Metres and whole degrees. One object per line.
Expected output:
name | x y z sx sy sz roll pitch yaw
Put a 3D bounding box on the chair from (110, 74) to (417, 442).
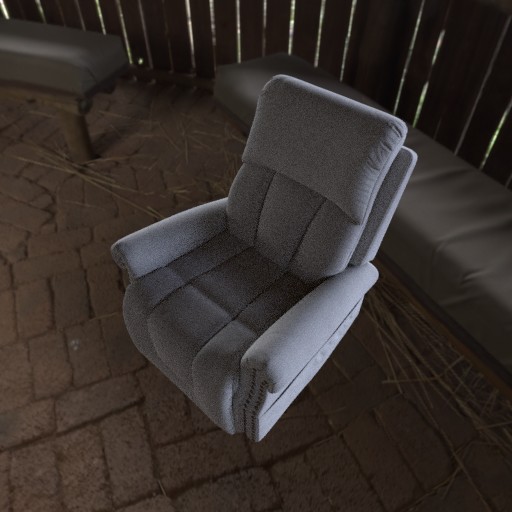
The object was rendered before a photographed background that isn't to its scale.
chair | 0.000 0.000 1.745 0.871 1.031 0.979 33 55 28
